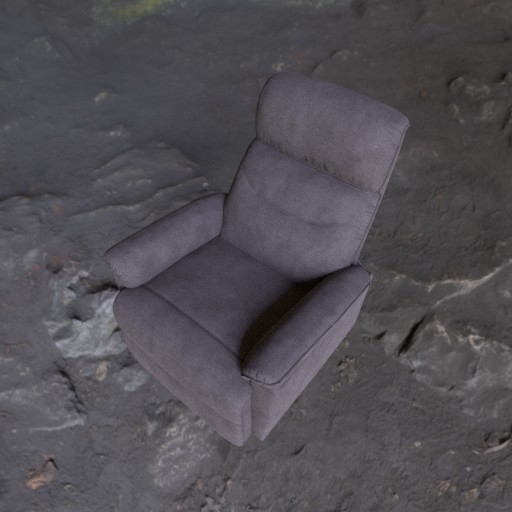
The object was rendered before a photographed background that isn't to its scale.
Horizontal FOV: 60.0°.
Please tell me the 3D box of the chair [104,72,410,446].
[{"bbox_3d":[0.000,0.000,1.713,0.830,1.036,1.009,32,54,26],"label":"chair"}]
